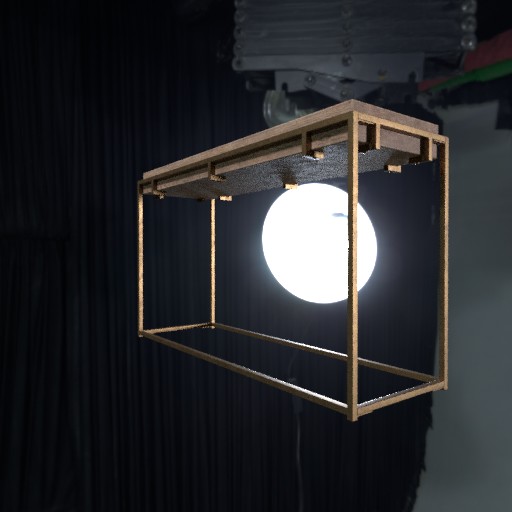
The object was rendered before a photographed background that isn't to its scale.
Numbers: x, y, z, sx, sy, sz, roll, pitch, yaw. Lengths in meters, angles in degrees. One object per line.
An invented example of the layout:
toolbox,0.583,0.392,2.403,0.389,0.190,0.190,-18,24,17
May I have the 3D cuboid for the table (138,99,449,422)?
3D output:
table,0.000,0.000,1.802,0.440,0.820,1.400,0,1,-37
